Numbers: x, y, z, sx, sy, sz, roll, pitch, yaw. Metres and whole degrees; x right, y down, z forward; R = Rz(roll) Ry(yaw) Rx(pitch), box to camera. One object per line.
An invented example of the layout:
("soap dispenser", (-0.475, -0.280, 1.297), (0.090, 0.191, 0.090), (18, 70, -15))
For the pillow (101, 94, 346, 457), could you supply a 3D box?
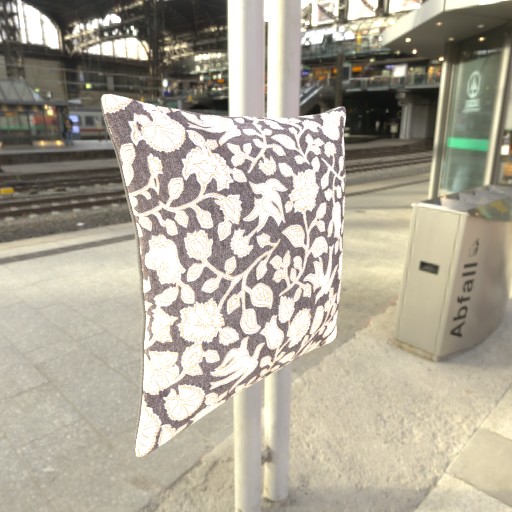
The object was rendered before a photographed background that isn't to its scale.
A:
("pillow", (0.000, 0.000, 0.768), (0.166, 0.507, 0.526), (15, 22, 41))
